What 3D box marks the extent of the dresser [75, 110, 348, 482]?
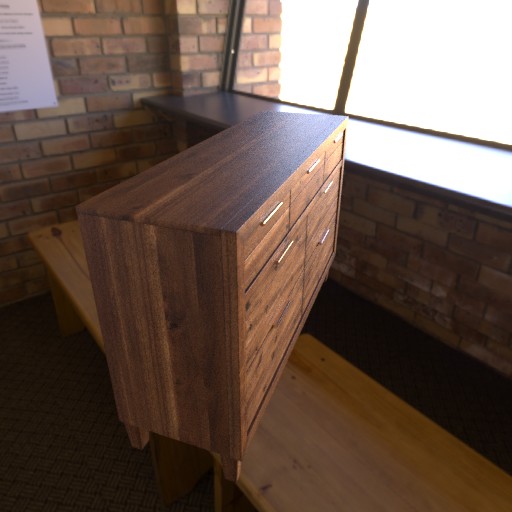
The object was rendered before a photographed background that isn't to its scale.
[{"bbox_3d":[0.000,0.000,1.809,0.438,0.892,1.387,10,30,18],"label":"dresser"}]
